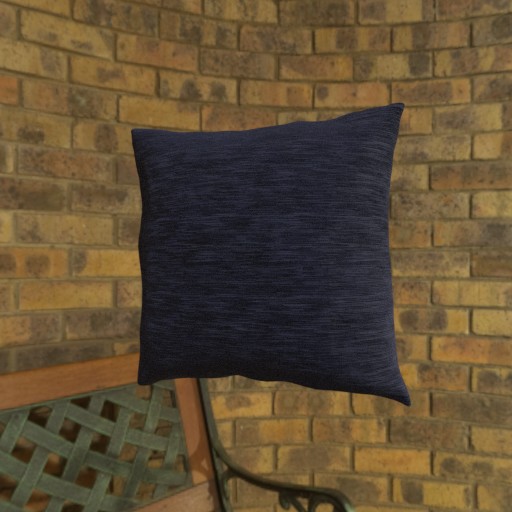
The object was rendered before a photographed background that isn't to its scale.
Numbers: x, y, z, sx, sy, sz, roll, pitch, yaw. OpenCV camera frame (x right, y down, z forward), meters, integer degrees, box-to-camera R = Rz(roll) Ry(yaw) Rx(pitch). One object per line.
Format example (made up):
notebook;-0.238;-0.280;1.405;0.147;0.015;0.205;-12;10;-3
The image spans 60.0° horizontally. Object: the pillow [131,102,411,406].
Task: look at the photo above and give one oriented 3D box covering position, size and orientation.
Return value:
pillow;0.000;0.000;0.687;0.452;0.439;0.204;0;-1;18
